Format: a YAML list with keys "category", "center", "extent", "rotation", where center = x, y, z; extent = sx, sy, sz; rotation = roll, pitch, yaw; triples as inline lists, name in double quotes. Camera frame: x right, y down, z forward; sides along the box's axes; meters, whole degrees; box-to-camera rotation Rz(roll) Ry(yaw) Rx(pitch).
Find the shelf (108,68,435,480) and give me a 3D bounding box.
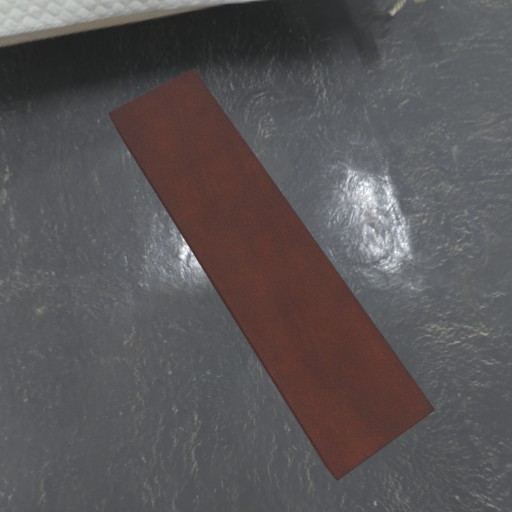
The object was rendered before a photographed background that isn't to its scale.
- category: "shelf"
  center: [0.000, 0.000, 0.662]
  extent: [0.152, 0.088, 0.607]
  rotation: [-31, 76, -8]
